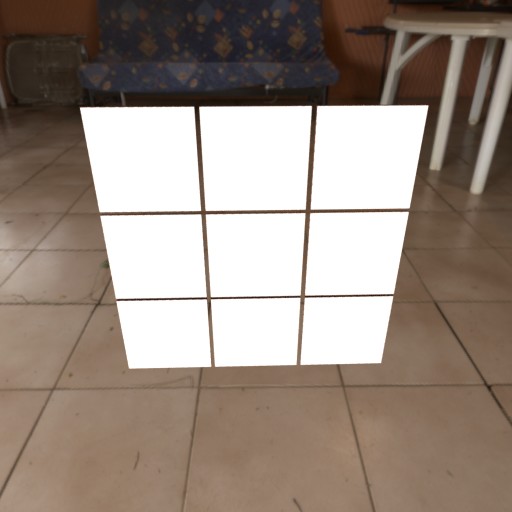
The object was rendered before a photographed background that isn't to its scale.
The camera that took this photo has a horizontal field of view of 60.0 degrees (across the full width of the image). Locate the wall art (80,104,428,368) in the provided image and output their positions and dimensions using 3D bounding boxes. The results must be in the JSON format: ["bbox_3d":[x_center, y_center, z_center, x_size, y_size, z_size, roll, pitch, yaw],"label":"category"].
[{"bbox_3d":[0.000,0.000,1.909,1.256,1.246,0.017,-1,29,-2],"label":"wall art"}]
